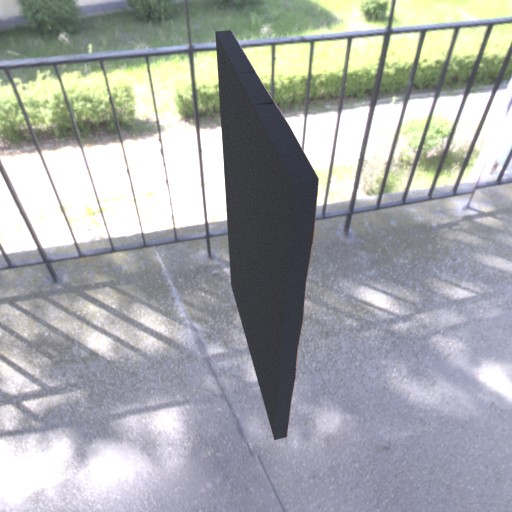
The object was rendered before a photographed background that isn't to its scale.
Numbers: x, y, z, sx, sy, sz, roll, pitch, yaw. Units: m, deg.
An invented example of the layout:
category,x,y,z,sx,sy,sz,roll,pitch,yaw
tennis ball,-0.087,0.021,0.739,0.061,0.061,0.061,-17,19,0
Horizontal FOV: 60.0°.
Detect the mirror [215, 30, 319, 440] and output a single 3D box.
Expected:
category,x,y,z,sx,sy,sz,roll,pitch,yaw
mirror,0.000,0.000,1.162,0.044,0.912,0.606,-10,47,-10
